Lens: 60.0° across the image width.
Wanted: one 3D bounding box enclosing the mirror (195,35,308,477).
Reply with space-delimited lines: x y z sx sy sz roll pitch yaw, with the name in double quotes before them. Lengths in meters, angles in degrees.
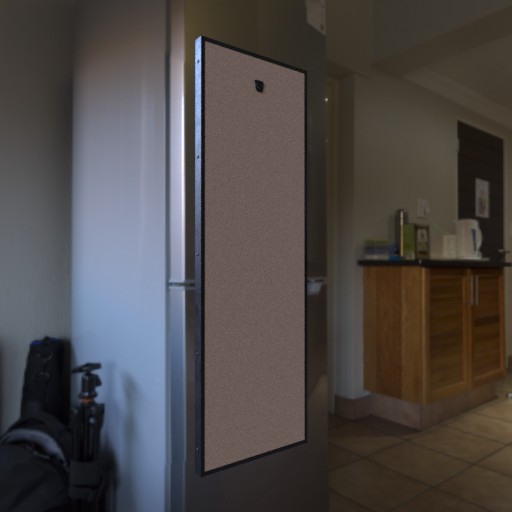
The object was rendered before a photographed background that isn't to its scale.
"mirror" 0.000 0.000 1.189 0.354 1.080 0.042 0 0 -36
